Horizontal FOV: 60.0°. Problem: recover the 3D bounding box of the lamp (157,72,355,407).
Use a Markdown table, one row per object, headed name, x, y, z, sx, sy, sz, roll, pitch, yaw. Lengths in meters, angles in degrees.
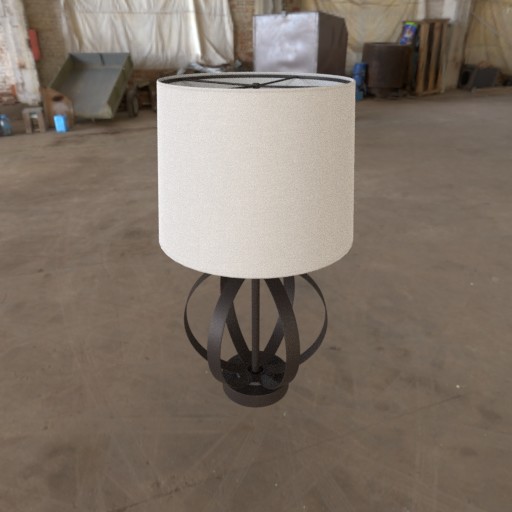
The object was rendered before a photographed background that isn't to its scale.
| name | x | y | z | sx | sy | sz | roll | pitch | yaw |
| --- | --- | --- | --- | --- | --- | --- | --- | --- | --- |
| lamp | 0.000 | 0.000 | 0.685 | 0.286 | 0.510 | 0.286 | 0 | 26 | 0 |
